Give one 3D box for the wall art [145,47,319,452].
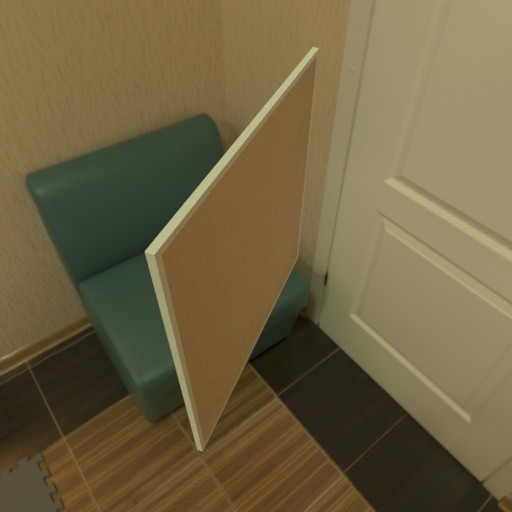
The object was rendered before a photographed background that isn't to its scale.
[{"bbox_3d":[0.000,0.000,0.831,0.012,0.557,0.557,17,49,15],"label":"wall art"}]
